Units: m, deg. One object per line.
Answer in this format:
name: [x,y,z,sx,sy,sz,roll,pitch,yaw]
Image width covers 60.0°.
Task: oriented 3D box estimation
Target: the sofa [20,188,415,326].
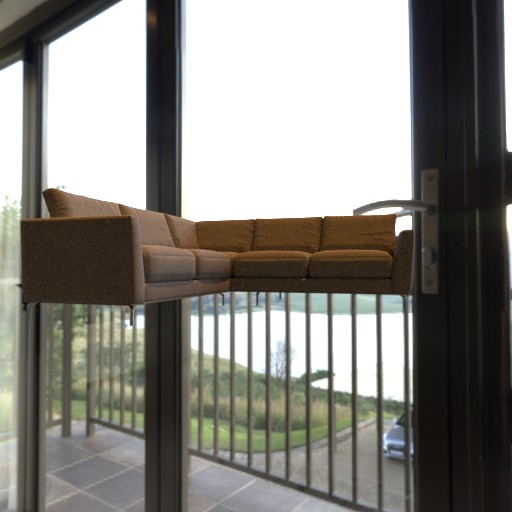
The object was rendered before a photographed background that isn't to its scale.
sofa: [0.000,0.000,3.565,2.438,0.864,2.438,0,-1,18]
